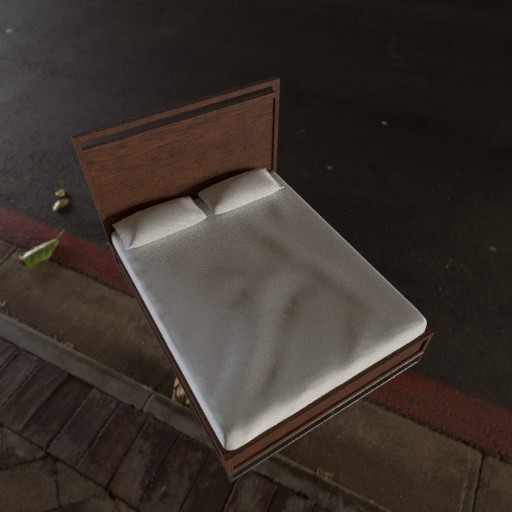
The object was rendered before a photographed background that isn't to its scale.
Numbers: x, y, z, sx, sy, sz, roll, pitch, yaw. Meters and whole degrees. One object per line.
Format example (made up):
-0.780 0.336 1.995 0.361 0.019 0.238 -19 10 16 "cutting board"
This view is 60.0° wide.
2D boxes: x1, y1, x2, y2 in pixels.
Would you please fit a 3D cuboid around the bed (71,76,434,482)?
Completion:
0.000 0.000 3.396 1.765 1.487 2.218 -24 52 -20 "bed"
